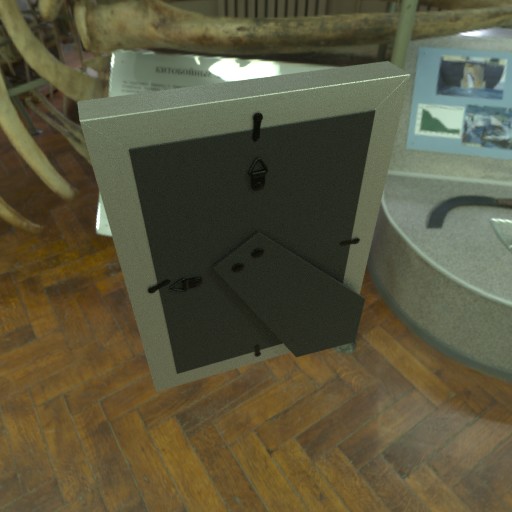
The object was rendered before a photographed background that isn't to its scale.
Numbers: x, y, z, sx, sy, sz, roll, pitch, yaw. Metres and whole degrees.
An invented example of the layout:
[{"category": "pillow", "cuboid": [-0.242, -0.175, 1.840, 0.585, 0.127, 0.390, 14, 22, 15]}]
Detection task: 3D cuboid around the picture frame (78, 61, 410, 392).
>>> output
[{"category": "picture frame", "cuboid": [0.000, 0.000, 0.275, 0.157, 0.208, 0.028, -13, 44, -14]}]
